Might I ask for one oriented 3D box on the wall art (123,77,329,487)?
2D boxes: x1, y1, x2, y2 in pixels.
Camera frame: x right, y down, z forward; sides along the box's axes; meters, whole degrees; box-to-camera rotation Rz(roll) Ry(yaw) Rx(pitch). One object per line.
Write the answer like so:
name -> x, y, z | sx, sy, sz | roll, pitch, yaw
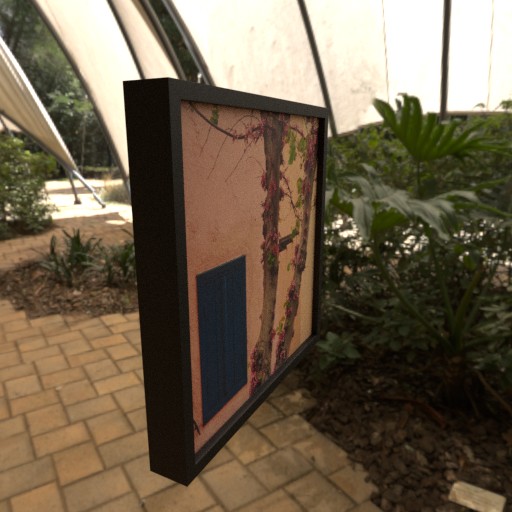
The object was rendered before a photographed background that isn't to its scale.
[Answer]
wall art -> 0.000, 0.000, 0.452 | 0.038, 0.304, 0.305 | 8, 16, 27
